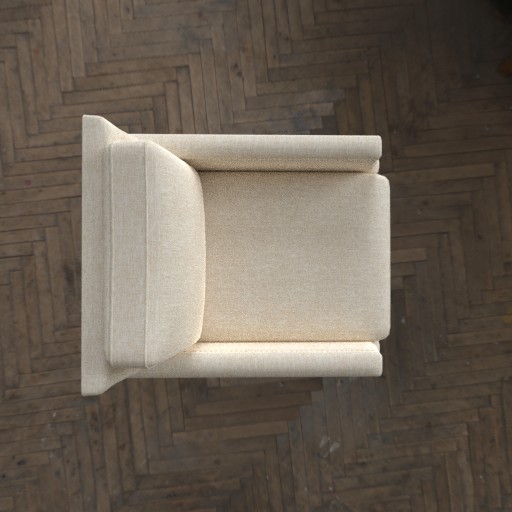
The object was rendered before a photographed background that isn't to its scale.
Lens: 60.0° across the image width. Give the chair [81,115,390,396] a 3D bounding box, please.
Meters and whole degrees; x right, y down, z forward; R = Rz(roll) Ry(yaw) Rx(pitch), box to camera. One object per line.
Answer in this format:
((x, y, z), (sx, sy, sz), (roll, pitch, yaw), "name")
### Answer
((0.000, 0.000, 1.714), (1.041, 0.940, 0.838), (0, 90, -1), "chair")
